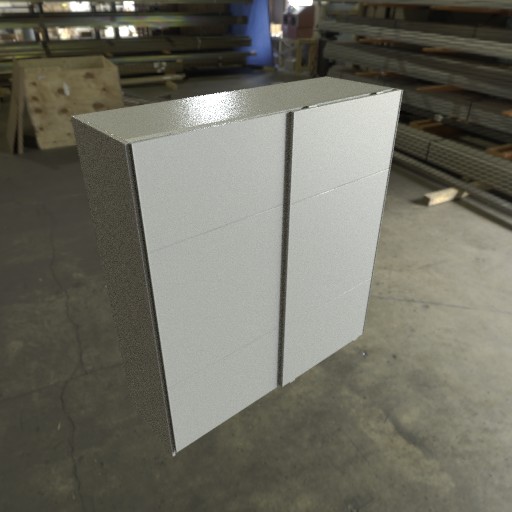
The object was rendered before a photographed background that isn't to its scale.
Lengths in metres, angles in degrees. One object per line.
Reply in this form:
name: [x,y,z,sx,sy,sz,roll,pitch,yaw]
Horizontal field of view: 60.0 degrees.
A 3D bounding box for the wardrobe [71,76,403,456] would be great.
wardrobe: [0.000,0.000,2.896,1.780,1.960,0.629,-23,38,-33]
